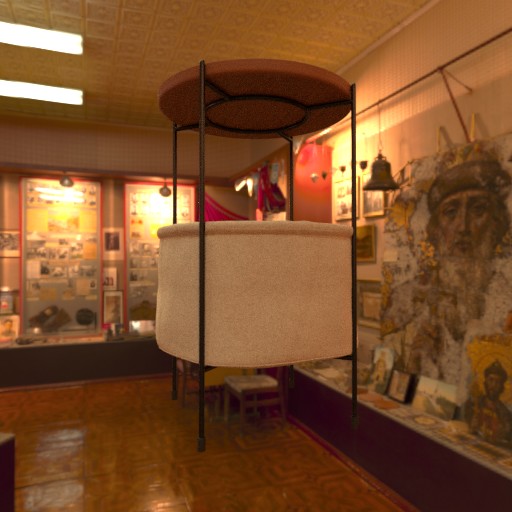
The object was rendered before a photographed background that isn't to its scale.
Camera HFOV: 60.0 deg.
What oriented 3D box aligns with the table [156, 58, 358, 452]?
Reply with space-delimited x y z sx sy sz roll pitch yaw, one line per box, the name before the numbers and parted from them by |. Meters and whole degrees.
table | 0.000 0.000 0.887 0.393 0.623 0.393 0 -1 -19
